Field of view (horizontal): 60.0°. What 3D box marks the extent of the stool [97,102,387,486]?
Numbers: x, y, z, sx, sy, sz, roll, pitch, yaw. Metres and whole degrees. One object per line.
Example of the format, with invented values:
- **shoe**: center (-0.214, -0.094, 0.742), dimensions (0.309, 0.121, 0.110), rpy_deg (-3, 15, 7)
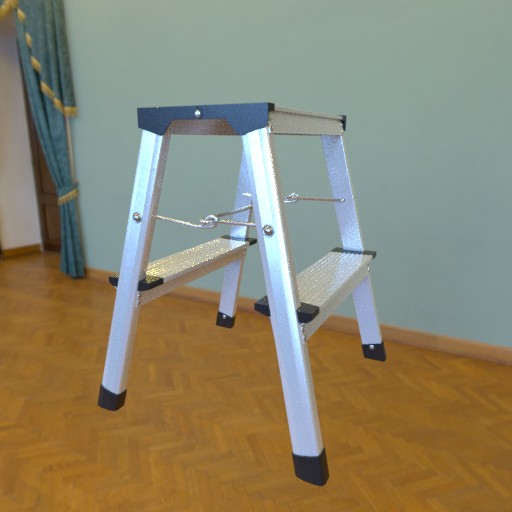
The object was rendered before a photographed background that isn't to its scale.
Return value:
- **stool**: center (0.000, 0.000, 0.775), dimensions (0.405, 0.480, 0.404), rpy_deg (7, 16, 26)
